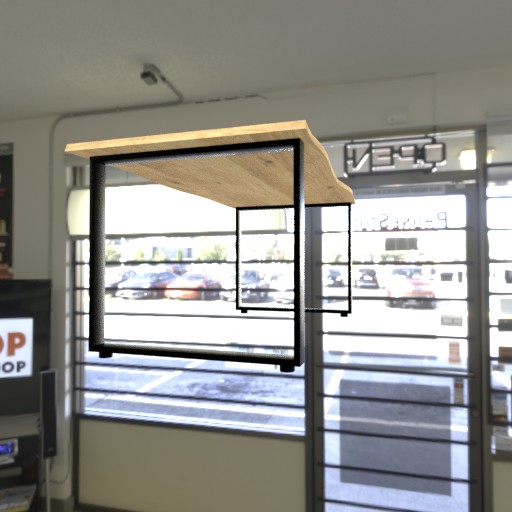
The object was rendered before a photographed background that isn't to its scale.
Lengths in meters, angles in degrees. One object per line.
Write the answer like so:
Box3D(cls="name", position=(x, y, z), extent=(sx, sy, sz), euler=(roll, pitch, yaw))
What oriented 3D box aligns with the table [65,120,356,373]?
Box3D(cls="table", position=(0.000, 0.000, 2.305), extent=(0.900, 0.780, 1.800), euler=(0, -1, 18))
